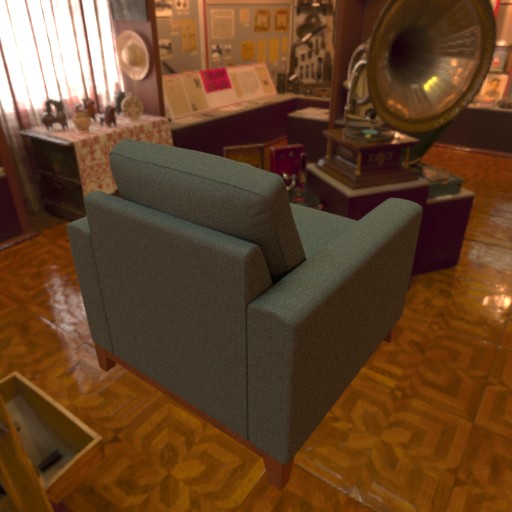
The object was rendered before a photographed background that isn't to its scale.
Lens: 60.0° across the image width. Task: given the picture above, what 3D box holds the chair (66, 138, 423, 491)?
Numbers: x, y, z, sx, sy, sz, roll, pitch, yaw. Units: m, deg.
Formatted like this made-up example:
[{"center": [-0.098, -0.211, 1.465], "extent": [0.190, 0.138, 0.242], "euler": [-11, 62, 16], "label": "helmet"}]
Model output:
[{"center": [0.000, 0.000, 1.849], "extent": [1.024, 1.010, 1.038], "euler": [20, 35, 32], "label": "chair"}]
